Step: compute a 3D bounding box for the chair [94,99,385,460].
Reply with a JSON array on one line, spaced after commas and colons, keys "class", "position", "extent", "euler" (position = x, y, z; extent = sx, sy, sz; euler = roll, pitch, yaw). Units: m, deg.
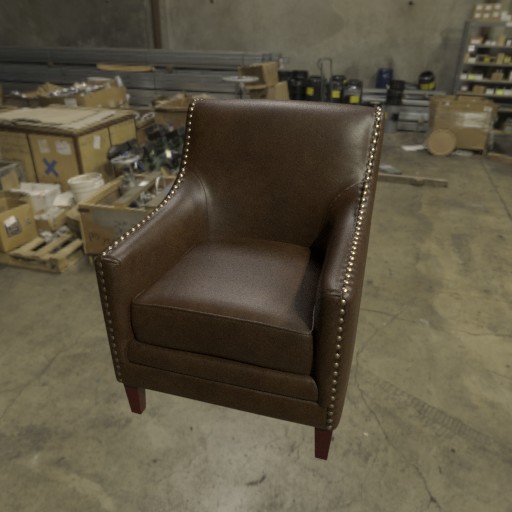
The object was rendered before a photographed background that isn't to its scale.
[{"class": "chair", "position": [0.000, 0.000, 1.330], "extent": [0.639, 0.813, 0.704], "euler": [8, 29, 15]}]
